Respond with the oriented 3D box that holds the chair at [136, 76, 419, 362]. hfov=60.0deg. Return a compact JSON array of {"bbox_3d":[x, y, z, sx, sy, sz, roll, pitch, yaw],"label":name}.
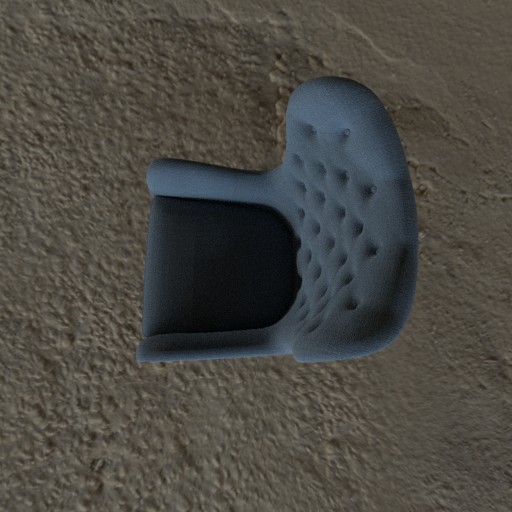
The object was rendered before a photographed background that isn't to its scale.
[{"bbox_3d":[0.000,0.000,1.714,0.930,1.079,0.831,0,75,0],"label":"chair"}]
